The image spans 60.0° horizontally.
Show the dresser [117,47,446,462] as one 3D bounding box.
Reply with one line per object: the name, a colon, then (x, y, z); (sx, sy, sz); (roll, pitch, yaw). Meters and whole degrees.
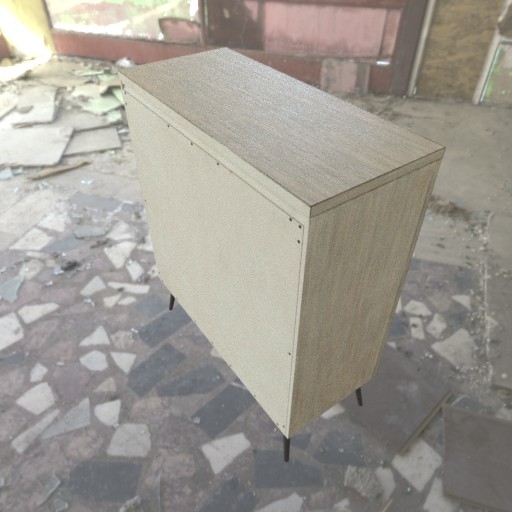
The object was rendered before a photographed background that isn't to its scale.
dresser: (0.000, 0.000, 1.721); (0.457, 1.219, 1.016); (-25, 47, -26)
